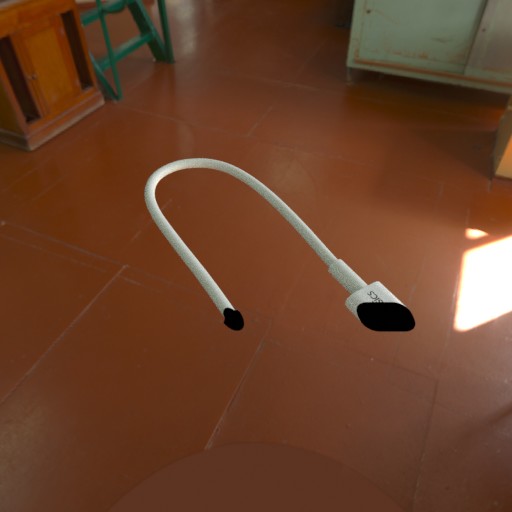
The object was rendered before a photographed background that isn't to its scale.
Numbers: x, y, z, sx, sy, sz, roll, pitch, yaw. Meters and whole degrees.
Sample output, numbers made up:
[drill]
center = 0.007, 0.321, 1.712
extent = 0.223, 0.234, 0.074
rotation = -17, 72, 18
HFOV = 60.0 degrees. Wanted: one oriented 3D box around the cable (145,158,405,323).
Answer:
[cable]
center = 0.000, 0.000, 0.113
extent = 0.041, 0.005, 0.098
rotation = -24, 50, -21
